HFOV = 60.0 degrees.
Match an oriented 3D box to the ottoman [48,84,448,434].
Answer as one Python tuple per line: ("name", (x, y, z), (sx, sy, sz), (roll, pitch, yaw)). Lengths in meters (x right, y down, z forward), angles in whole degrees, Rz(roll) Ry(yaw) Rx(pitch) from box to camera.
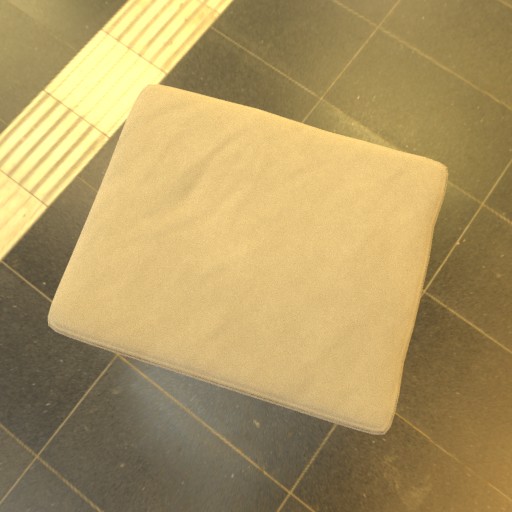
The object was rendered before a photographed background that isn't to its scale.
("ottoman", (0.000, 0.000, 1.475), (1.002, 0.492, 0.836), (17, 78, 4))
